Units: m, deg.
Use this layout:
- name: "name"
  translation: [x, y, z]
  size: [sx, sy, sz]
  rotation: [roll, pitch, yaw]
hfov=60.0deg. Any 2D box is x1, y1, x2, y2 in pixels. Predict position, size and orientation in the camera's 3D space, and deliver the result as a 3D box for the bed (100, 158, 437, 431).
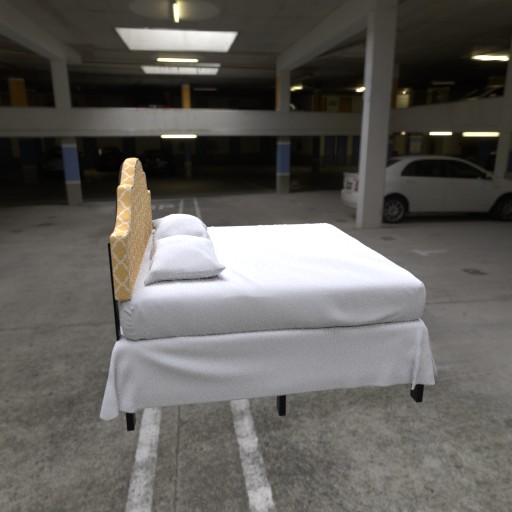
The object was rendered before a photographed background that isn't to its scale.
- name: "bed"
  translation: [0.000, 0.000, 3.670]
  size: [2.222, 1.601, 2.314]
  rotation: [-2, 16, -9]
